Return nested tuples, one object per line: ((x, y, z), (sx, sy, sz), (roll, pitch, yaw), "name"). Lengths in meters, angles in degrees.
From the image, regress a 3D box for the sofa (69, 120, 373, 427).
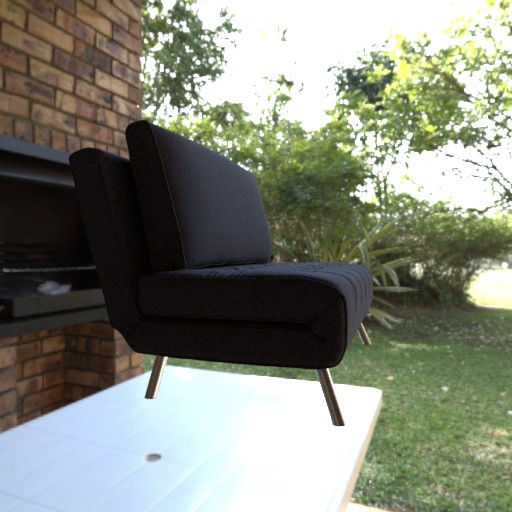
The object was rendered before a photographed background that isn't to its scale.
((0.000, 0.000, 1.876), (0.910, 0.910, 1.220), (0, 1, 18), "sofa")
